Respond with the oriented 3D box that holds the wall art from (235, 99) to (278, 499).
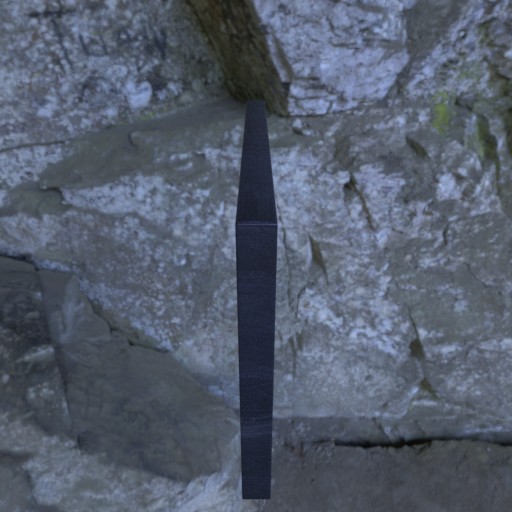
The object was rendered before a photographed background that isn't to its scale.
[{"bbox_3d":[0.000,0.000,0.759,0.038,0.409,0.610,0,29,0],"label":"wall art"}]
